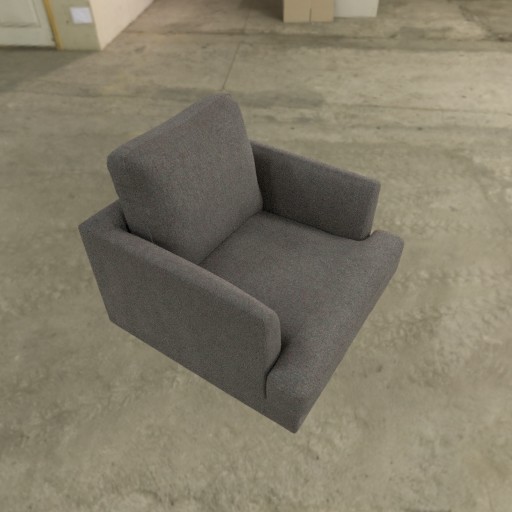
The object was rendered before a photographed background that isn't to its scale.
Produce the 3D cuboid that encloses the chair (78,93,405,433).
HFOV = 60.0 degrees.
[{"bbox_3d":[0.000,0.000,1.681,0.899,0.957,0.858,24,48,24],"label":"chair"}]
